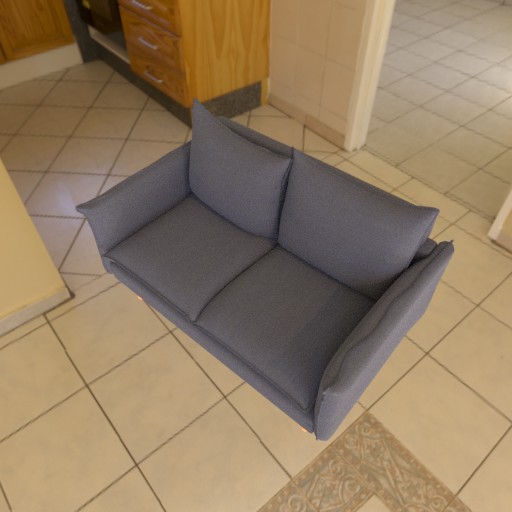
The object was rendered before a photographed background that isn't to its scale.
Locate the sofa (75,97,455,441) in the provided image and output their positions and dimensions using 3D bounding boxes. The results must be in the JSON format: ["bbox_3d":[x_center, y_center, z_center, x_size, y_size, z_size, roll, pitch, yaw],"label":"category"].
[{"bbox_3d":[0.000,0.000,1.864,1.300,0.840,0.820,32,55,26],"label":"sofa"}]
